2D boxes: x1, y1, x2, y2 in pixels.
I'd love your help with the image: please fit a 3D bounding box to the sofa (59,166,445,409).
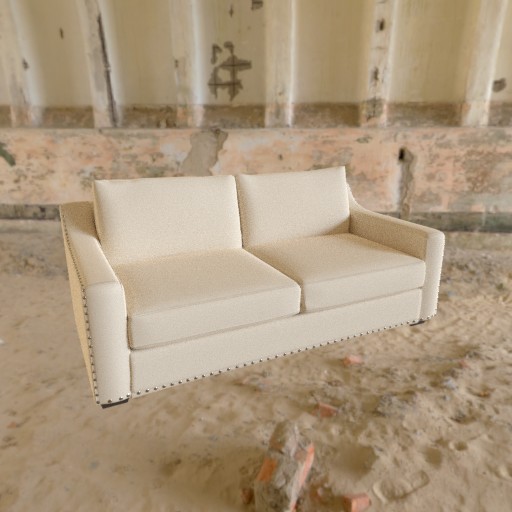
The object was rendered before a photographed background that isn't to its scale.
[{"bbox_3d":[0.000,0.000,2.356,1.812,0.830,0.949,-8,19,-25],"label":"sofa"}]
